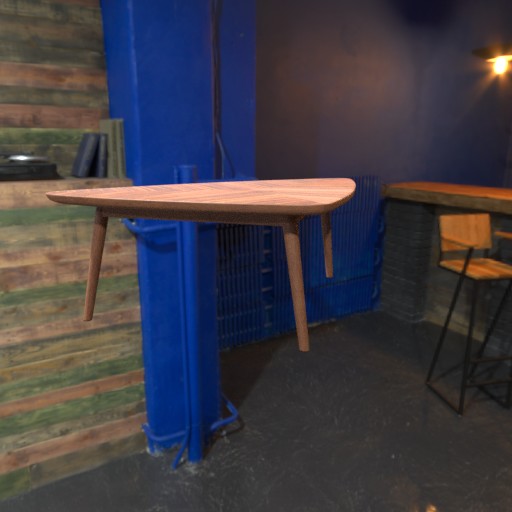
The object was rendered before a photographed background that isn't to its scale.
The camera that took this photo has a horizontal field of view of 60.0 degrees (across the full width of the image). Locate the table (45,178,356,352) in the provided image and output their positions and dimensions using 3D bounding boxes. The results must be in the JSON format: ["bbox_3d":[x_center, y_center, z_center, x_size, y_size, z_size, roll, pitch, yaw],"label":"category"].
[{"bbox_3d":[0.000,0.000,1.244,1.008,0.365,0.601,-8,16,-28],"label":"table"}]
